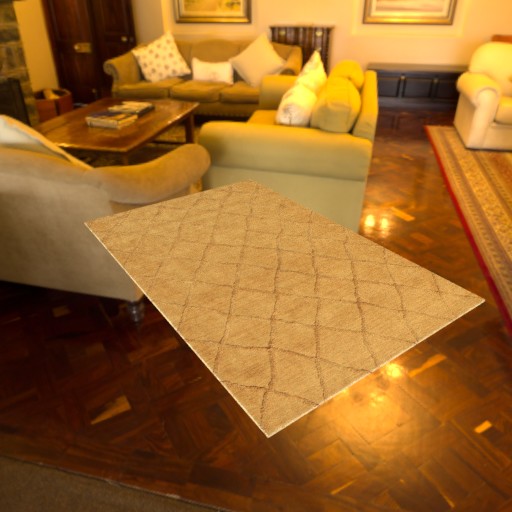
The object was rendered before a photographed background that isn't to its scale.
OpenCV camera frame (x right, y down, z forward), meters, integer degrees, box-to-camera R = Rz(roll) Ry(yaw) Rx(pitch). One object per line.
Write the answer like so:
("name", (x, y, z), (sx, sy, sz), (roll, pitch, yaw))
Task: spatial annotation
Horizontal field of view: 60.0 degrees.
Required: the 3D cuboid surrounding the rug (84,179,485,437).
("rug", (0.000, 0.000, 2.907), (1.528, 0.014, 2.292), (-20, 36, -30))
